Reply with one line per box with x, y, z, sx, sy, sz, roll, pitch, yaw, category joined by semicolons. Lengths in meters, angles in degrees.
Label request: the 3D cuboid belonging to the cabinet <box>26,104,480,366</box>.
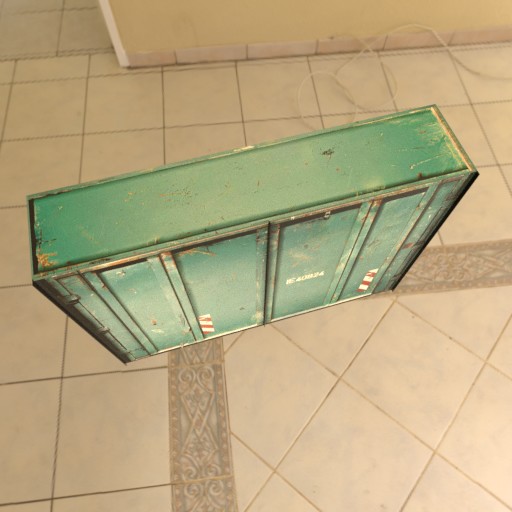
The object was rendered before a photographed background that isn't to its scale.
0.000;0.000;3.967;3.001;2.160;0.680;-14;64;-7;cabinet
